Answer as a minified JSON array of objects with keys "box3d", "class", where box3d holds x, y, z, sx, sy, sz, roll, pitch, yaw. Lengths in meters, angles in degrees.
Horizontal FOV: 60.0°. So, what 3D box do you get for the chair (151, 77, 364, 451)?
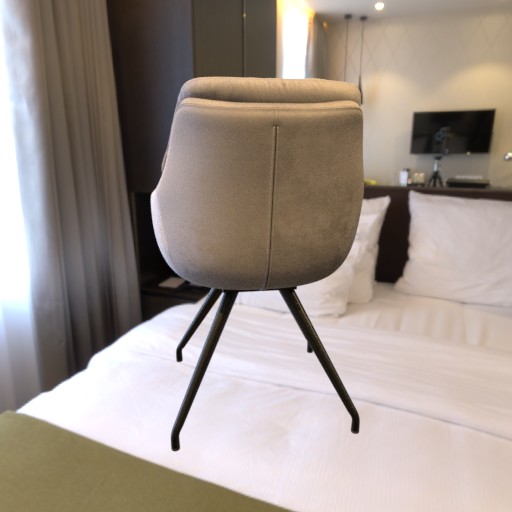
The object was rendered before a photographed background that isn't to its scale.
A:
[{"box3d":[0.000,0.000,1.254,0.579,0.888,0.569,-2,15,-8],"class":"chair"}]
